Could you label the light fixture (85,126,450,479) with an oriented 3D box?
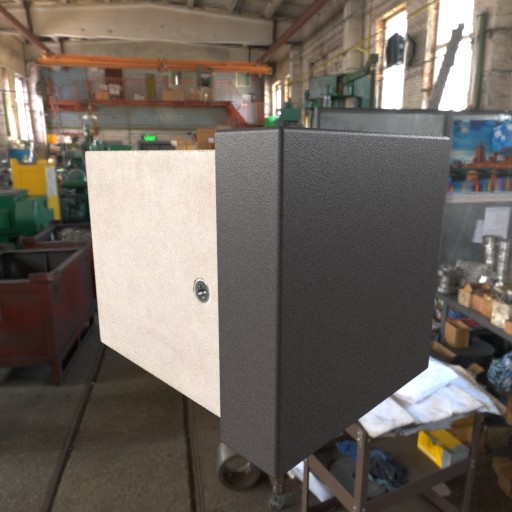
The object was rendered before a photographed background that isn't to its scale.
[{"bbox_3d":[0.000,0.000,0.233,0.121,0.121,0.143,-12,18,-43],"label":"light fixture"}]
